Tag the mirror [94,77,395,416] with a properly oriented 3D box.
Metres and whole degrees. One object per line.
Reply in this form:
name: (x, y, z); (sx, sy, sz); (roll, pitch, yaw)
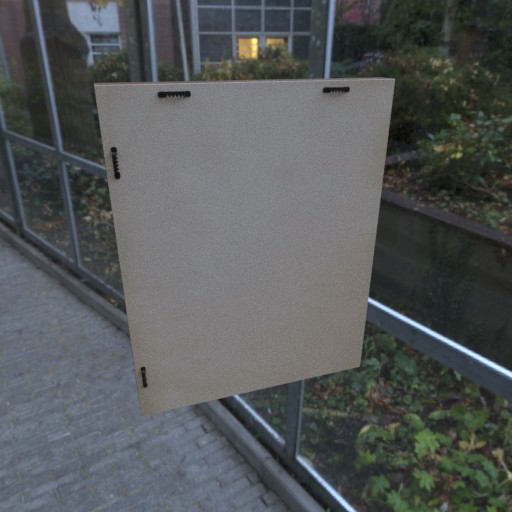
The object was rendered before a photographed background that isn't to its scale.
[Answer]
mirror: (0.000, 0.000, 0.690); (0.405, 0.508, 0.041); (-8, 26, -16)
